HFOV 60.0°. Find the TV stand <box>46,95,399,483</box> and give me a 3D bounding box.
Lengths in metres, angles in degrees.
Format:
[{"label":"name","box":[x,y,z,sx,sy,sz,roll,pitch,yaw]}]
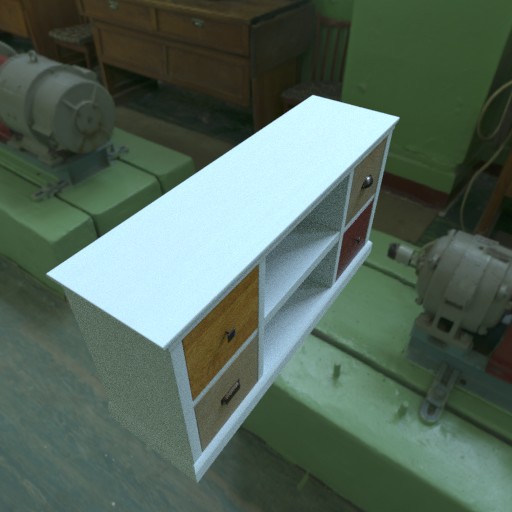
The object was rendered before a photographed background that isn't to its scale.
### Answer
[{"label":"TV stand","box":[0.000,0.000,1.471,0.424,0.624,1.187,25,47,25]}]
